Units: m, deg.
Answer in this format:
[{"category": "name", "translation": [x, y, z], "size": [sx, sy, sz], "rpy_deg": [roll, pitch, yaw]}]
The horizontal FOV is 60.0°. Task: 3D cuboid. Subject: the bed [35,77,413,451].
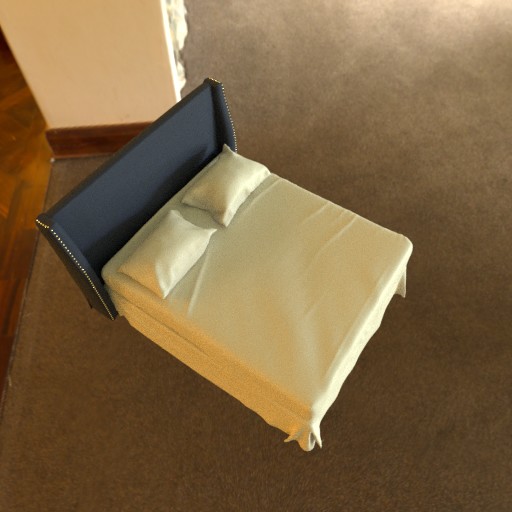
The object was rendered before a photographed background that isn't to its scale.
[{"category": "bed", "translation": [0.000, 0.000, 3.527], "size": [2.276, 1.332, 1.925], "rpy_deg": [29, 61, 18]}]
